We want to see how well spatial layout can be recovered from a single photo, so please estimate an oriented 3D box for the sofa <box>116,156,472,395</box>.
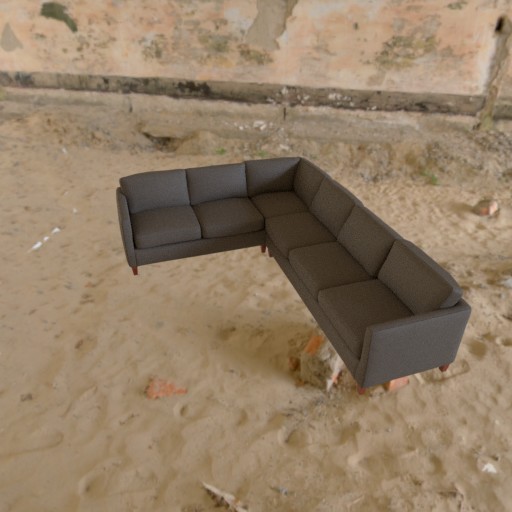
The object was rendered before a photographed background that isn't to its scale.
[{"bbox_3d":[0.000,0.000,4.565,2.593,0.947,3.302,-10,34,-15],"label":"sofa"}]
